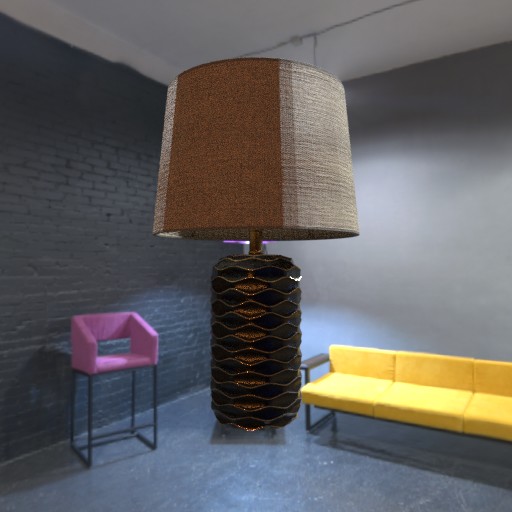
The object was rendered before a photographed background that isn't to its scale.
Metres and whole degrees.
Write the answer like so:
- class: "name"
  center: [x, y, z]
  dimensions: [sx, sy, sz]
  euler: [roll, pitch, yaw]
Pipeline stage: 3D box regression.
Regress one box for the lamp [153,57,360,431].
- class: "lamp"
  center: [0.000, 0.000, 0.825]
  dimensions: [0.376, 0.594, 0.376]
  euler: [0, -1, 0]
